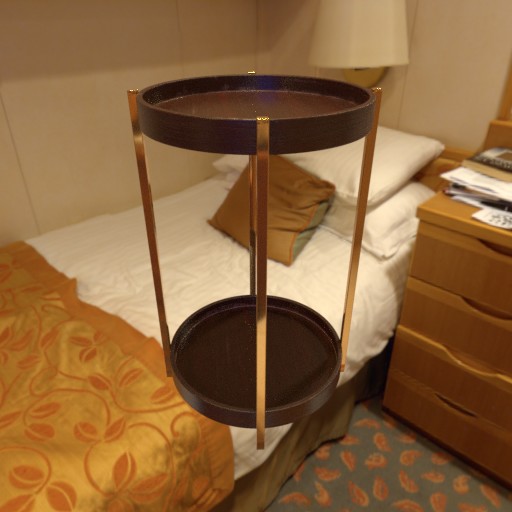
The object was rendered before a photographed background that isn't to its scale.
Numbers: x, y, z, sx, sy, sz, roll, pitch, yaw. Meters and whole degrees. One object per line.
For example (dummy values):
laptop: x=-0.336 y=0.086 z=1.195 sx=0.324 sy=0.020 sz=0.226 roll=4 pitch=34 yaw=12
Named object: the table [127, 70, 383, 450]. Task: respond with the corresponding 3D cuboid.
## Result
table: x=0.000 y=0.000 z=0.851 sx=0.400 sy=0.610 sz=0.400 roll=-1 pitch=30 yaw=-2
